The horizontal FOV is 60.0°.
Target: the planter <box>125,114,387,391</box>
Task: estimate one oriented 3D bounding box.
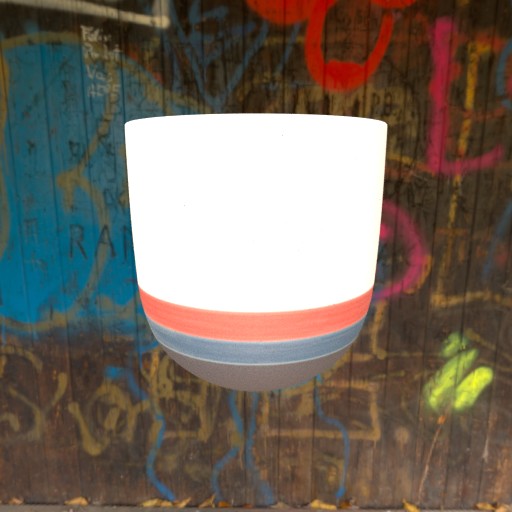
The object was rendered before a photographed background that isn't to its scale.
[{"bbox_3d":[0.000,0.000,0.380,0.204,0.214,0.204,0,12,0],"label":"planter"}]
